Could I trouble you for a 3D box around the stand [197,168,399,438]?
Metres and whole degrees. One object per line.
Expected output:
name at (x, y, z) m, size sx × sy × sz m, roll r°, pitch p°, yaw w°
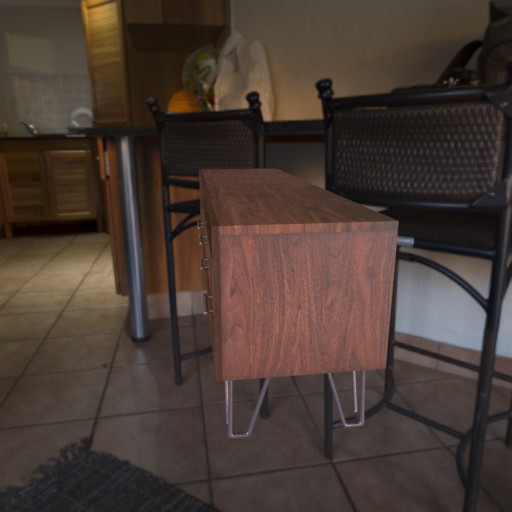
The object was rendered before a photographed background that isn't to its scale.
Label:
stand at (0.000, 0.000, 1.911) m, size 0.481 × 0.610 × 1.626 m, roll -2°, pitch 16°, yaw -8°
